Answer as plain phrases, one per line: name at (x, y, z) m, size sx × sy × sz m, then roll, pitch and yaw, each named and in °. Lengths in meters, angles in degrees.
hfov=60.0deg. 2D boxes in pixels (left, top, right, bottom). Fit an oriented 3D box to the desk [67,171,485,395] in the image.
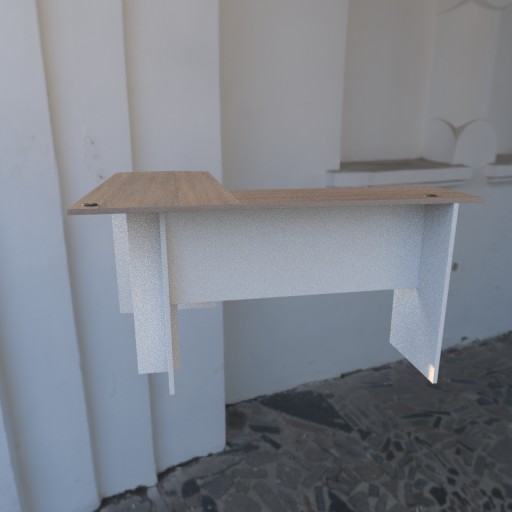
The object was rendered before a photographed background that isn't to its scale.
desk at (0.000, 0.000, 2.118) m, size 1.361 × 0.716 × 1.303 m, roll -3°, pitch 16°, yaw -10°
